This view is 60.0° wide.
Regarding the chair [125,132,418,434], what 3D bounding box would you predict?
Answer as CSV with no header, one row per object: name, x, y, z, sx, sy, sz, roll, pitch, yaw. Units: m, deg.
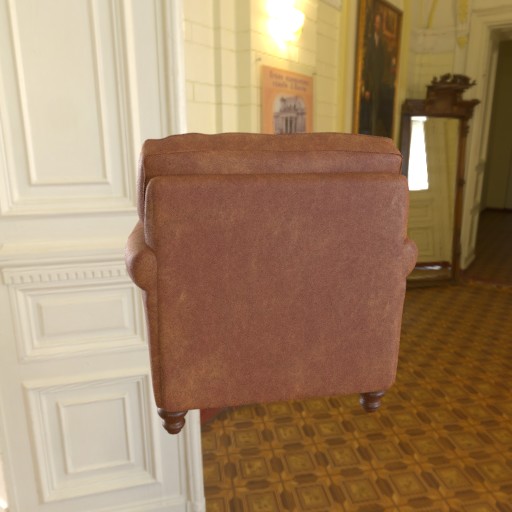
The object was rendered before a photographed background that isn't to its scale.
chair,0.000,0.000,1.813,0.983,0.962,0.986,-2,14,-10
